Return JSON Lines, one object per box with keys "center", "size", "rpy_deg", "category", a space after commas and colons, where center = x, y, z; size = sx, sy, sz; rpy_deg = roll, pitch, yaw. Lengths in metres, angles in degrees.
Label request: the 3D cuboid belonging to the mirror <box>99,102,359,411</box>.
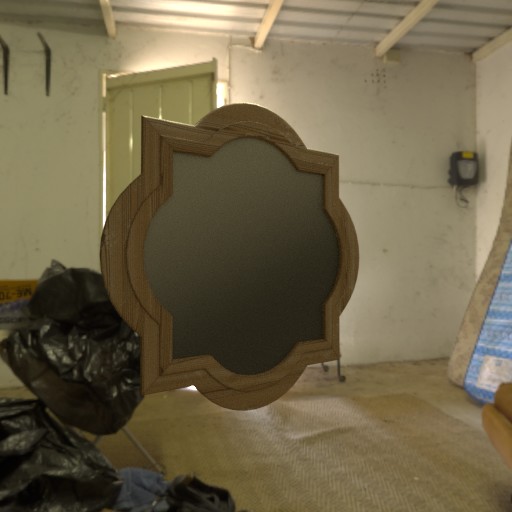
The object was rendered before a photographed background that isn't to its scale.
{"center": [0.000, 0.000, 1.022], "size": [0.686, 0.686, 0.019], "rpy_deg": [1, -1, -36], "category": "mirror"}
